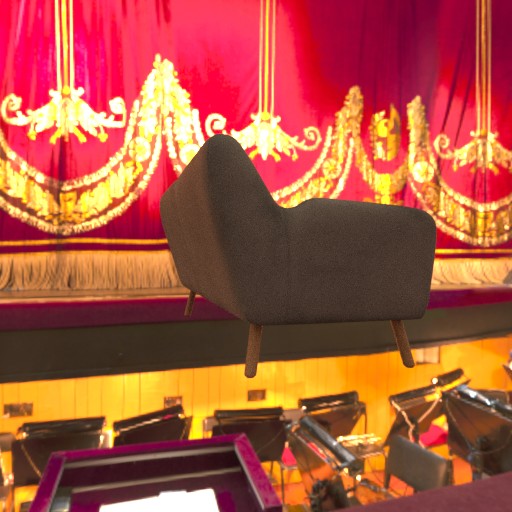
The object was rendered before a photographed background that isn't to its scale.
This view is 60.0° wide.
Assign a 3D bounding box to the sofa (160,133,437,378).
[{"bbox_3d":[0.000,0.000,2.294,0.850,0.810,1.870,0,1,-17],"label":"sofa"}]
